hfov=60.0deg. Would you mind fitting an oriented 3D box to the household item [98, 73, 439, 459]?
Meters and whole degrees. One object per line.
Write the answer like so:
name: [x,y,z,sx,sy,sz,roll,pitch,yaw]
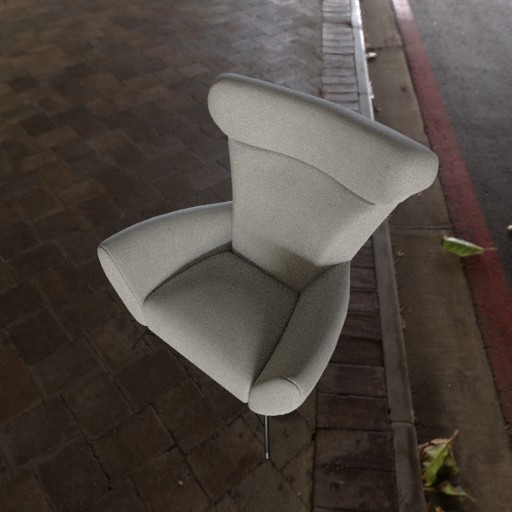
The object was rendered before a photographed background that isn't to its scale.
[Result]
household item: [0.000,0.000,1.771,0.980,1.050,0.900,31,55,25]
